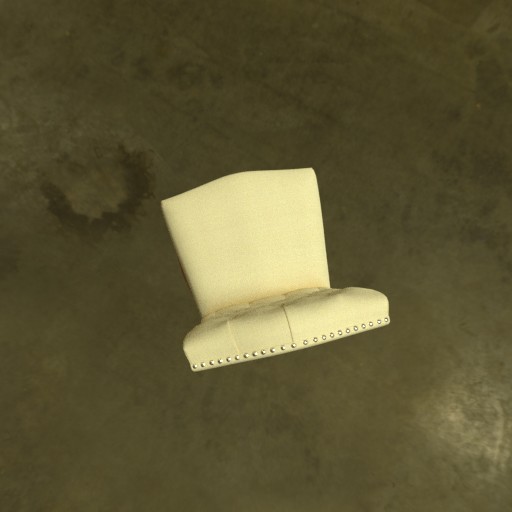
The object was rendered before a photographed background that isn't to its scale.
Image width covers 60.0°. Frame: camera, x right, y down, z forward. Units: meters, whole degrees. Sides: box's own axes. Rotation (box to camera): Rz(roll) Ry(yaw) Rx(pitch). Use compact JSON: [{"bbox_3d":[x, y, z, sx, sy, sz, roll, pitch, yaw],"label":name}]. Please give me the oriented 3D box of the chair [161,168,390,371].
[{"bbox_3d":[0.000,0.000,1.573,0.623,1.165,0.715,-13,76,-3],"label":"chair"}]
